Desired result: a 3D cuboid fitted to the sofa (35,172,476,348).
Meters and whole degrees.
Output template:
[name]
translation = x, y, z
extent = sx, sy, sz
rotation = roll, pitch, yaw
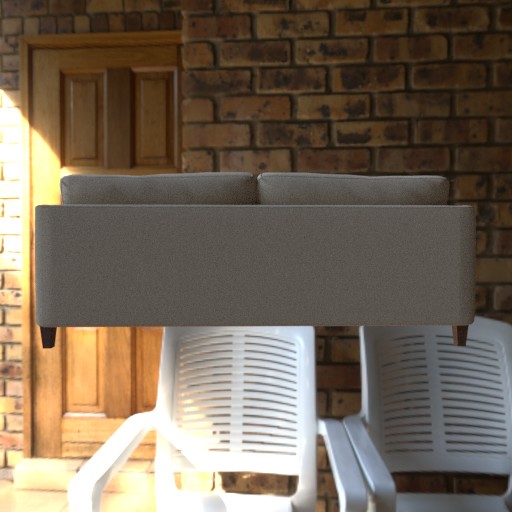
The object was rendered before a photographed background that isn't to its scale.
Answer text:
[sofa]
translation = 0.000, 0.000, 2.803
extent = 2.361, 0.968, 0.951
rotation = 0, 1, -1
